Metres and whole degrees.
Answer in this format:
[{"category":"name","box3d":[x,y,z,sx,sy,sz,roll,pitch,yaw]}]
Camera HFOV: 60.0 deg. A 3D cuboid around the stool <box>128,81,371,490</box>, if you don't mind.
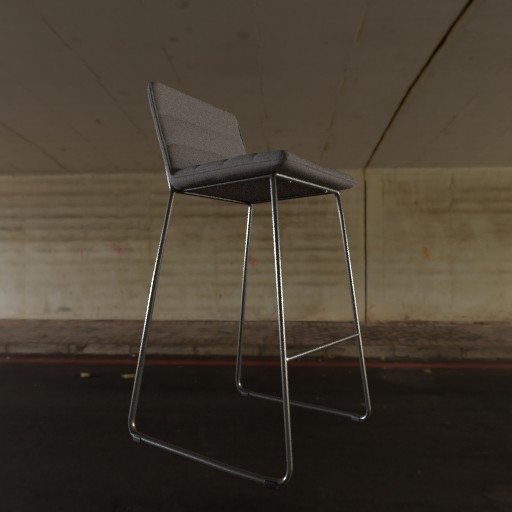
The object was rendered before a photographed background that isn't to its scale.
[{"category":"stool","box3d":[0.000,0.000,1.224,0.490,0.960,0.490,0,0,35]}]
